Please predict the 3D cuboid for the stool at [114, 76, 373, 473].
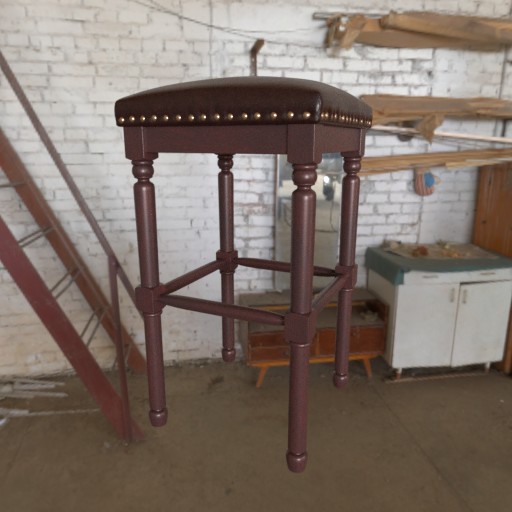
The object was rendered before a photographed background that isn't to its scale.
[{"bbox_3d":[0.000,0.000,0.939,0.383,0.702,0.382,7,16,24],"label":"stool"}]
